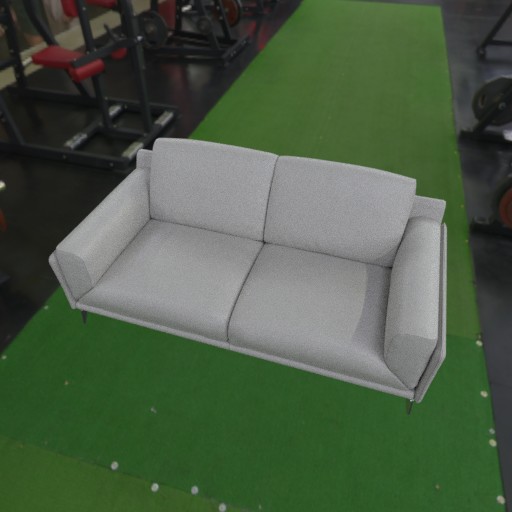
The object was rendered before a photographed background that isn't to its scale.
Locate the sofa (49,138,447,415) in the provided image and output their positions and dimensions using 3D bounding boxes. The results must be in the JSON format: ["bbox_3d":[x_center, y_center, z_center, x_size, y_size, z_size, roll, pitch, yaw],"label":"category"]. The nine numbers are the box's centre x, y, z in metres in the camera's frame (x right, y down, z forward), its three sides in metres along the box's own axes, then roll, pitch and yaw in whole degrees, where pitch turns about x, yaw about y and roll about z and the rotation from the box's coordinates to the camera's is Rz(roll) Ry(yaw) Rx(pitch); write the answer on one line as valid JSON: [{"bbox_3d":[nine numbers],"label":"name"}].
[{"bbox_3d":[0.000,0.000,2.633,2.101,0.930,1.049,12,43,13],"label":"sofa"}]
